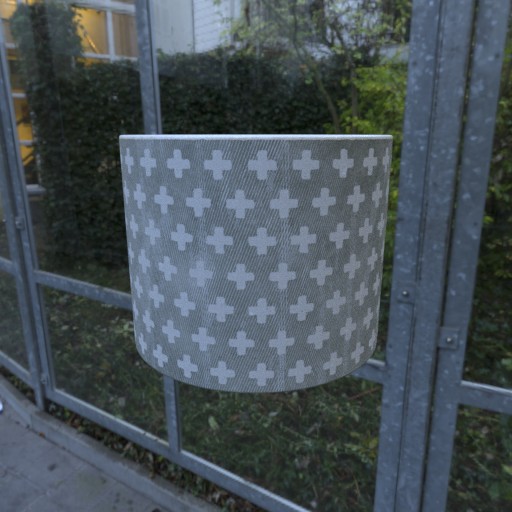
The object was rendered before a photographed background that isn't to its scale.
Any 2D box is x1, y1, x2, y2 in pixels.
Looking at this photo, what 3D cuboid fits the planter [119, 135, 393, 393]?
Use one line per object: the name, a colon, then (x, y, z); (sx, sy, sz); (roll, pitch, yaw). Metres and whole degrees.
planter: (0.000, 0.000, 0.454); (0.250, 0.239, 0.250); (0, 15, 0)
